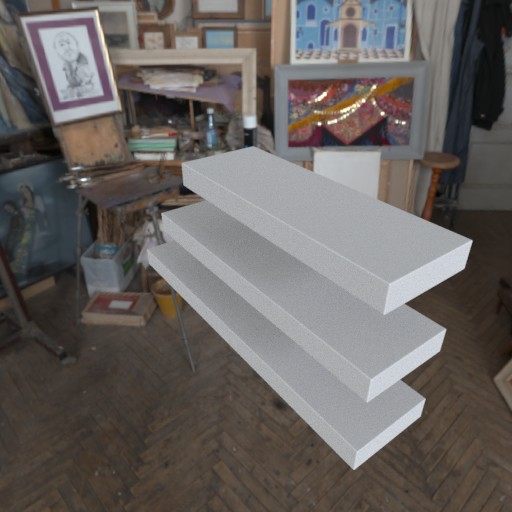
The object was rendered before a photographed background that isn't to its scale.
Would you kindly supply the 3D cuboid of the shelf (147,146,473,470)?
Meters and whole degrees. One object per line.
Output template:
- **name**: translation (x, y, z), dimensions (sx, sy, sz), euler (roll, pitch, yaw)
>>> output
- **shelf**: translation (0.000, 0.000, 0.734), dimensions (0.140, 0.293, 0.610), euler (-21, 38, -30)
